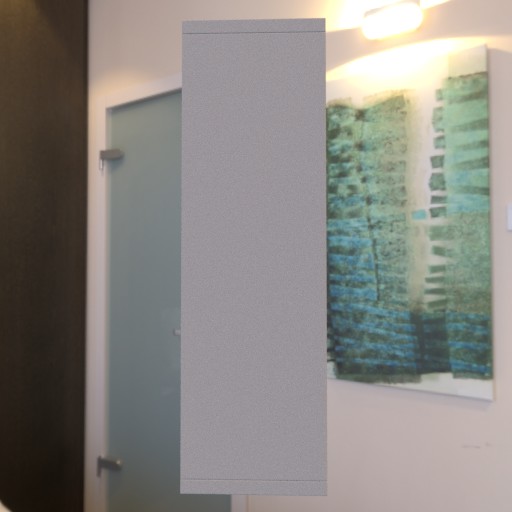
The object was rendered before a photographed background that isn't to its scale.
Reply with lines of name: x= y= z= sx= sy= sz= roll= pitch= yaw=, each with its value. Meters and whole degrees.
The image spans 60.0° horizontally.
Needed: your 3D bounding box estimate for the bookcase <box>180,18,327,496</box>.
bookcase: x=0.000 y=0.000 z=1.200 sx=0.330 sy=1.080 sz=0.390 roll=0 pitch=-1 yaw=2
